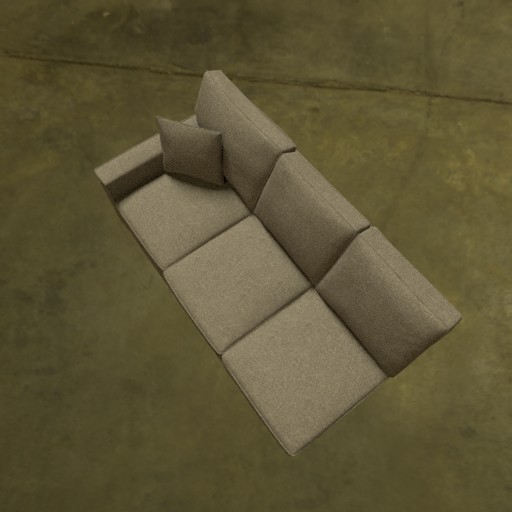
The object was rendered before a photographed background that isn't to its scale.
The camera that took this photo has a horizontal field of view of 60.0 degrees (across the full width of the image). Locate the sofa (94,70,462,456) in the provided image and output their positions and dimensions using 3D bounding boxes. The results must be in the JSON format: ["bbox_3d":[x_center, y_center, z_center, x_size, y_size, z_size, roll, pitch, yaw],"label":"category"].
[{"bbox_3d":[0.000,0.000,2.590,1.034,0.946,1.963,-34,69,-15],"label":"sofa"}]
